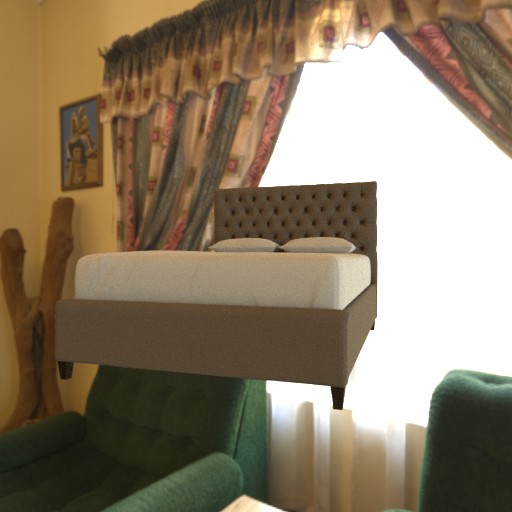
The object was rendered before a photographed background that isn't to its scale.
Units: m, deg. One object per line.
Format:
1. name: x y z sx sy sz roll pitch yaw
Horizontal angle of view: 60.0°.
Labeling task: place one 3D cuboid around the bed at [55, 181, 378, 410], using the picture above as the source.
1. bed: 0.000 0.000 3.417 1.698 1.427 2.387 0 0 18
